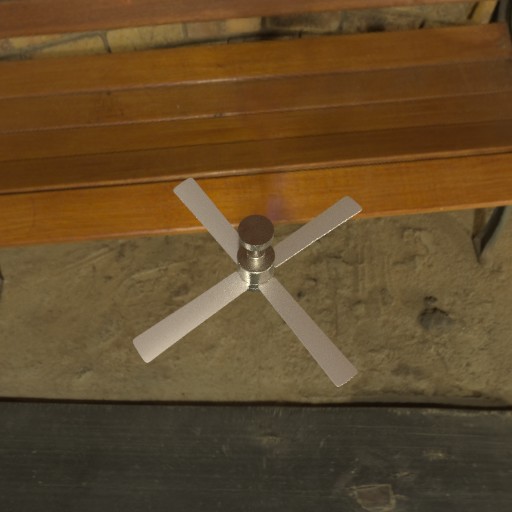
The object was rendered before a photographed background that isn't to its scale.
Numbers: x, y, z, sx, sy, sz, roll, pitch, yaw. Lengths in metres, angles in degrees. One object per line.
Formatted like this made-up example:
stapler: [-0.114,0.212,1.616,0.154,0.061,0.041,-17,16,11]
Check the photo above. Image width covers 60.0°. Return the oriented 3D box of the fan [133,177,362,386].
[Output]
fan: [0.000,0.000,2.333,1.525,0.539,1.525,-34,68,-16]
